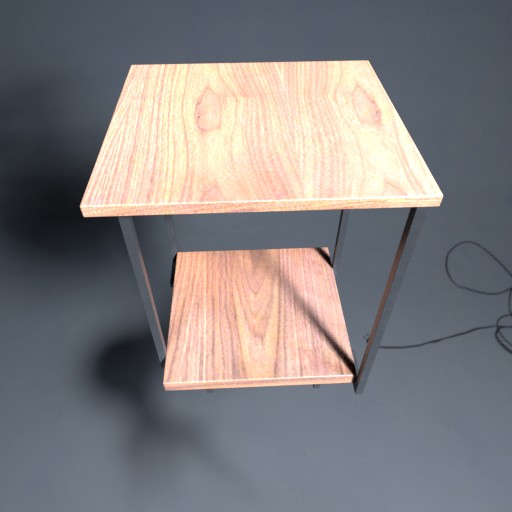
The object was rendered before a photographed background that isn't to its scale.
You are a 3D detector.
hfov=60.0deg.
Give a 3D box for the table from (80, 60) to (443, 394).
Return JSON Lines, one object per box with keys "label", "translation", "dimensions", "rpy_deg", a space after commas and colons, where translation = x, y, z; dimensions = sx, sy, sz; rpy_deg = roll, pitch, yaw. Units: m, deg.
{"label": "table", "translation": [0.000, 0.000, 0.835], "dimensions": [0.411, 0.567, 0.384], "rpy_deg": [-2, 45, -2]}
